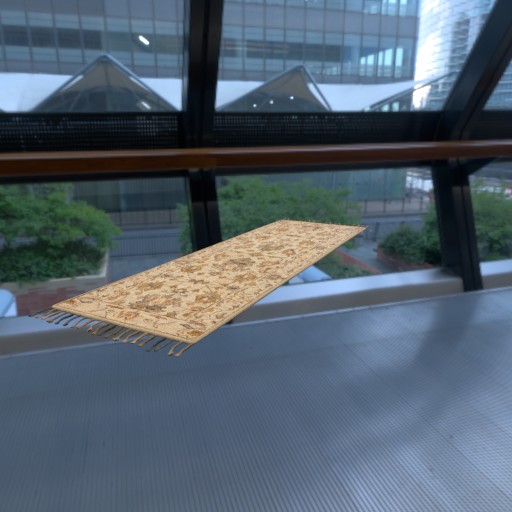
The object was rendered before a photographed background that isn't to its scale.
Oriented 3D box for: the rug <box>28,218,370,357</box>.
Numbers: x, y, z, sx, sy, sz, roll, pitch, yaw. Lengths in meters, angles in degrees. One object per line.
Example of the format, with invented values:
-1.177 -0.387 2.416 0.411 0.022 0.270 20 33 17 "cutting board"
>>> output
0.000 0.000 2.601 0.729 0.021 2.438 8 17 27 "rug"
